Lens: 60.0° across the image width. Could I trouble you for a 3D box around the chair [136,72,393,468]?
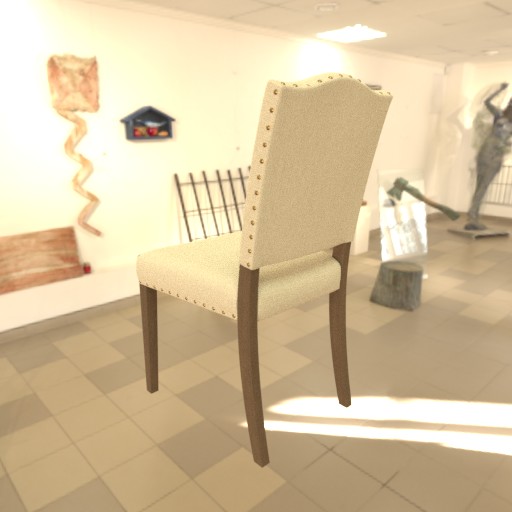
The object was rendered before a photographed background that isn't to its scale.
[{"bbox_3d":[0.000,0.000,1.374,0.508,1.015,0.619,-15,22,-41],"label":"chair"}]
